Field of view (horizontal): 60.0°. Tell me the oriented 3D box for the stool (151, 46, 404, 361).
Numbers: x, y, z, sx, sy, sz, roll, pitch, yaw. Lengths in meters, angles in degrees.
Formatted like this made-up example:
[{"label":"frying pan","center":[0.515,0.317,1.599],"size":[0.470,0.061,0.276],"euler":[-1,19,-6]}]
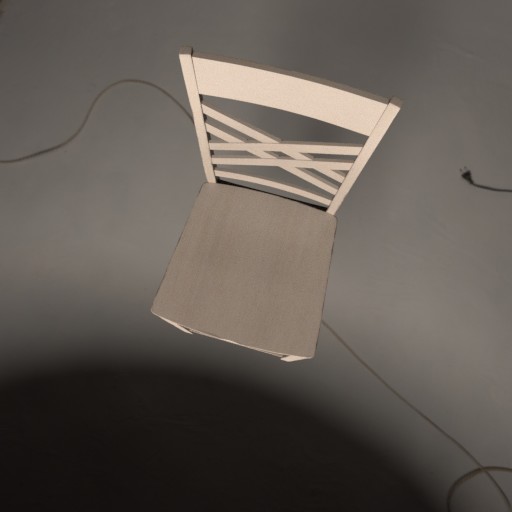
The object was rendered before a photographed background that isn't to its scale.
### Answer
[{"label":"stool","center":[0.000,0.000,1.346],"size":[0.462,1.079,0.539],"euler":[15,77,4]}]
